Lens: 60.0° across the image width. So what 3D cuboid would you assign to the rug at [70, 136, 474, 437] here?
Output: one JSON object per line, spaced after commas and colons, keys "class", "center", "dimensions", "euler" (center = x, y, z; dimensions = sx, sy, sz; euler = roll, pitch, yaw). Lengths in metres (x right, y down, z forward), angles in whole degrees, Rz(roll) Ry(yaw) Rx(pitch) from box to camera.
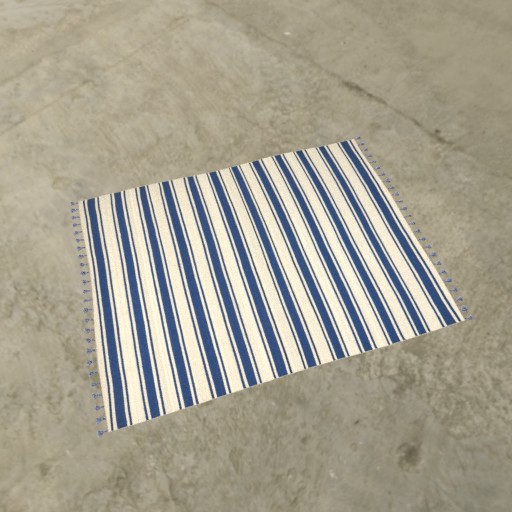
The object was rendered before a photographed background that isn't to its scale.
{"class": "rug", "center": [0.000, 0.000, 4.369], "dimensions": [3.416, 0.016, 2.471], "euler": [-15, 59, -9]}
